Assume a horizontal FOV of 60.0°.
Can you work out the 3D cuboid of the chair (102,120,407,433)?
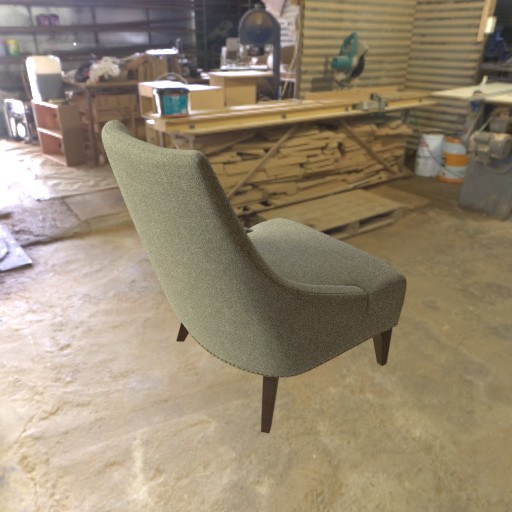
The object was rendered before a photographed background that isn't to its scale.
[{"bbox_3d":[0.000,0.000,1.527,0.861,0.909,0.701,-18,32,-32],"label":"chair"}]
